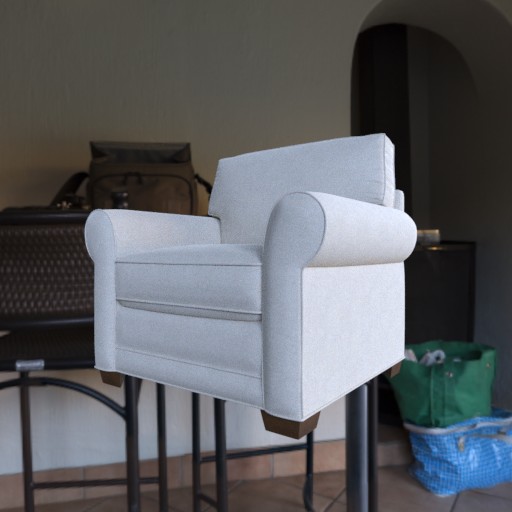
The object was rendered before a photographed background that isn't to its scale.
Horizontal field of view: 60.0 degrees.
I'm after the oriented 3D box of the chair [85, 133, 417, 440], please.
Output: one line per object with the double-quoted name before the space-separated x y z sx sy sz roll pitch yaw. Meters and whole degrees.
"chair" 0.000 0.000 1.728 1.040 0.955 0.863 1 1 36
